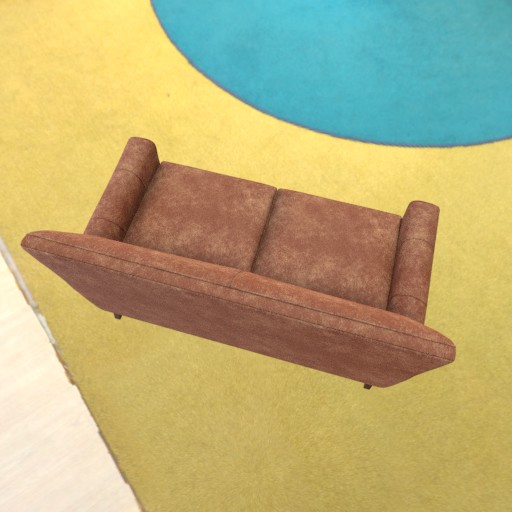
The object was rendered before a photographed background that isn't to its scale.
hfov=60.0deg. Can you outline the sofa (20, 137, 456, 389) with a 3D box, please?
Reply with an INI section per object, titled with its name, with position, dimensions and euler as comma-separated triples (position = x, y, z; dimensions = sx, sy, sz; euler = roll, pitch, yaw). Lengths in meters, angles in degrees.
[sofa]
position = 0.000, 0.000, 1.982
dimensions = 1.473, 0.871, 0.787
euler = 14, 64, 7
